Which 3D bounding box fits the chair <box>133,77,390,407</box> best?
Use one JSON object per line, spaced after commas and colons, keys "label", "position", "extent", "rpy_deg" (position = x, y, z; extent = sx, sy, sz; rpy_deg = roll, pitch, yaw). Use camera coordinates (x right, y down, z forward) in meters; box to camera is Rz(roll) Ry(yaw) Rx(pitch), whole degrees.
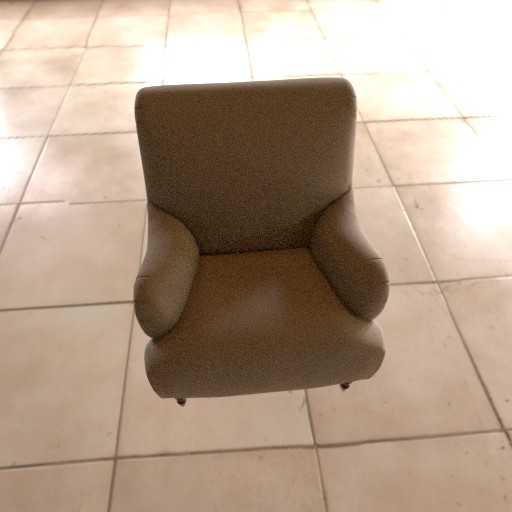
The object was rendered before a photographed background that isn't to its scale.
{"label": "chair", "position": [0.000, 0.000, 1.555], "extent": [0.766, 0.942, 0.842], "rpy_deg": [-4, 48, -4]}
